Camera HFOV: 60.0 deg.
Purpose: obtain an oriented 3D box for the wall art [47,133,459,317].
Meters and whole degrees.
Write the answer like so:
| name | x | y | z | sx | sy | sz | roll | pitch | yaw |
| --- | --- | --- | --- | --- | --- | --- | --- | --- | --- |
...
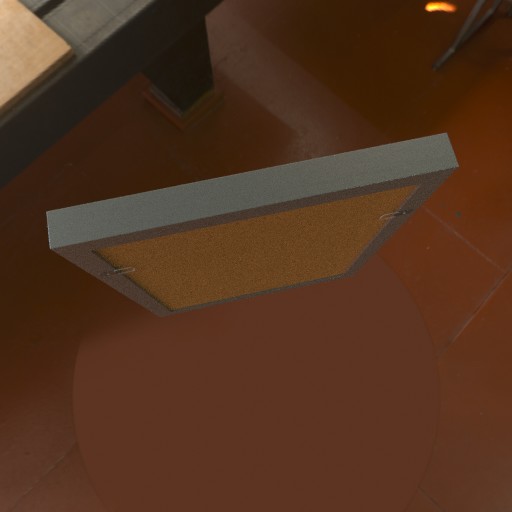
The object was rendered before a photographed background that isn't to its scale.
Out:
| name | x | y | z | sx | sy | sz | roll | pitch | yaw |
| --- | --- | --- | --- | --- | --- | --- | --- | --- | --- |
| wall art | 0.000 | 0.000 | 0.513 | 0.308 | 0.379 | 0.030 | -12 | 75 | -3 |
